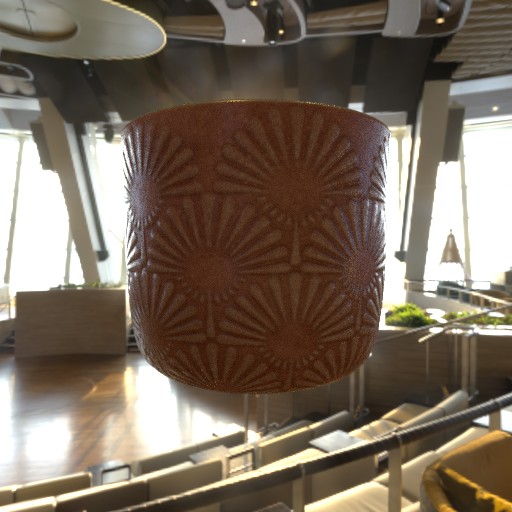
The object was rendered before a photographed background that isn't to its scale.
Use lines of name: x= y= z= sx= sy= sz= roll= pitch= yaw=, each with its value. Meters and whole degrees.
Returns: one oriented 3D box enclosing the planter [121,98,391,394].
planter: x=0.000 y=0.000 z=0.213 sx=0.124 sy=0.109 sz=0.124 roll=0 pitch=1 yaw=0
